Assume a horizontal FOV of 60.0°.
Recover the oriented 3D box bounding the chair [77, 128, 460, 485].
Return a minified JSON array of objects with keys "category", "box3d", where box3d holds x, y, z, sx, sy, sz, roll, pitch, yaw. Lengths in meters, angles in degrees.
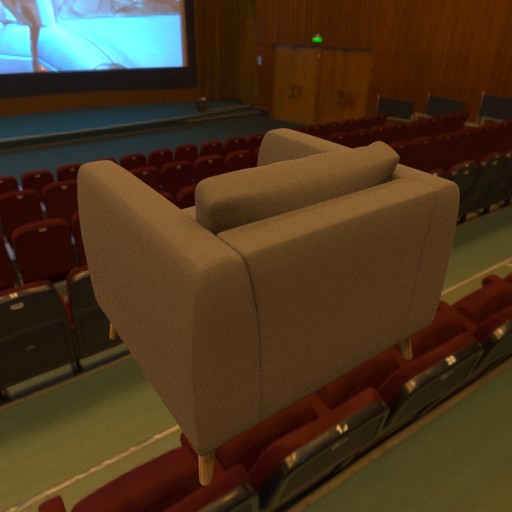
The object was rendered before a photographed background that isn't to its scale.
[{"category":"chair","box3d":[0.000,0.000,1.620,1.000,0.860,0.930,-19,35,-30]}]
